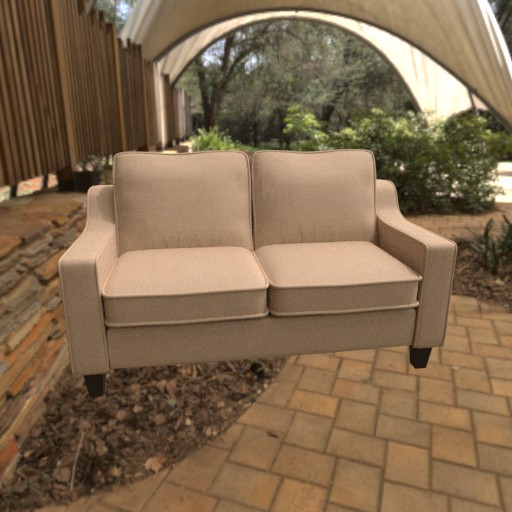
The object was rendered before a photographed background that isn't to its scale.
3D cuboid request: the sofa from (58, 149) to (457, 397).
[{"bbox_3d":[0.000,0.000,3.455,2.587,1.562,1.351,-3,17,-8],"label":"sofa"}]
